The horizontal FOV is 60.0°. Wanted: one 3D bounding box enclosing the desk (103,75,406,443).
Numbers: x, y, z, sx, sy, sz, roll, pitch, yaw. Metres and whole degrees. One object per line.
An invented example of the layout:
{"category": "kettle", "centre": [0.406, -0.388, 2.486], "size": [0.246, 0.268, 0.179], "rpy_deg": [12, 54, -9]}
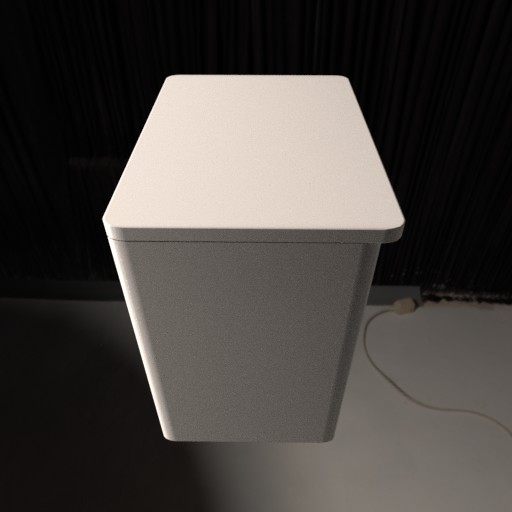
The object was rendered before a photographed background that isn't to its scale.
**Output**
{"category": "desk", "centre": [0.000, 0.000, 1.330], "size": [0.549, 0.800, 0.762], "rpy_deg": [0, 41, 1]}
